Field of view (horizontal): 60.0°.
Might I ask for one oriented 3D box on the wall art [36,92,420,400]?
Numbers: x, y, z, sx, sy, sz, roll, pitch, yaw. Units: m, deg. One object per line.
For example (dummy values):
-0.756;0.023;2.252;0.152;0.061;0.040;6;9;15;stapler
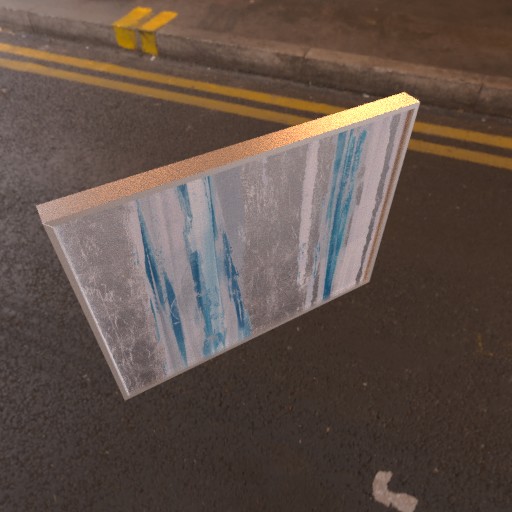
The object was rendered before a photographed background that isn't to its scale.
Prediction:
0.000;0.000;1.408;1.056;0.801;0.066;-22;50;-20;wall art
